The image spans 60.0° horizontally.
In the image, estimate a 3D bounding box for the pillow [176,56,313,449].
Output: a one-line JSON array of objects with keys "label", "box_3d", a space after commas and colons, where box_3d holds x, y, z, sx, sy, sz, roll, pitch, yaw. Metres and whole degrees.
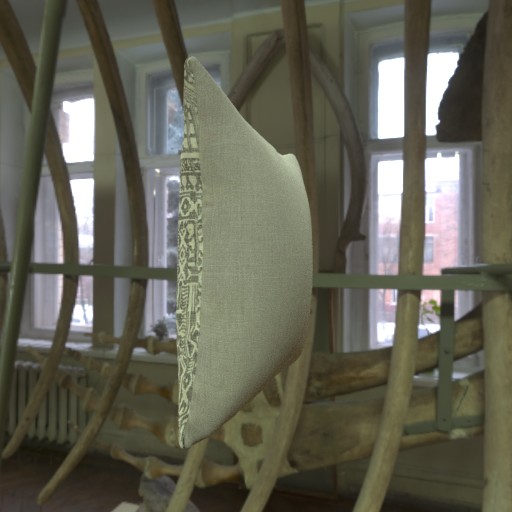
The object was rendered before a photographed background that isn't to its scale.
[{"label": "pillow", "box_3d": [0.000, 0.000, 0.786, 0.180, 0.487, 0.546, 0, -1, 18]}]
